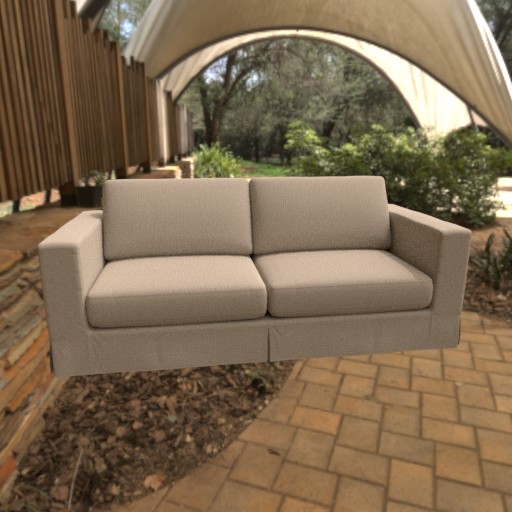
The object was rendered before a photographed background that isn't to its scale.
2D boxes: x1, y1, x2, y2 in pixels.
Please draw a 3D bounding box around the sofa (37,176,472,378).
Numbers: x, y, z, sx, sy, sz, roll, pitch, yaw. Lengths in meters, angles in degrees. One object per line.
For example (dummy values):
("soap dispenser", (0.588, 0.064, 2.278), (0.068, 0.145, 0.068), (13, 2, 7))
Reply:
("sofa", (0.000, 0.000, 2.632), (2.163, 0.881, 0.954), (-2, 15, -8))
